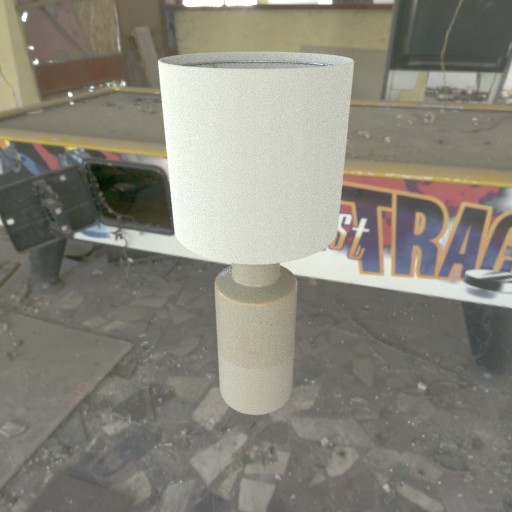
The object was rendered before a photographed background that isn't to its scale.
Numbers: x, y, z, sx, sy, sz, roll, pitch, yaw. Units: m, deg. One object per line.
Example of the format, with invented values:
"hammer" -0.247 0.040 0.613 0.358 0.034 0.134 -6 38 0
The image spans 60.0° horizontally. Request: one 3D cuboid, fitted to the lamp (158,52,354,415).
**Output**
"lamp" 0.000 0.000 0.604 0.212 0.493 0.212 -18 33 -30
